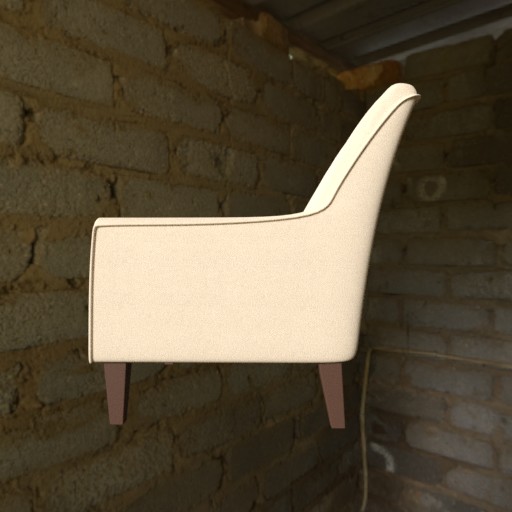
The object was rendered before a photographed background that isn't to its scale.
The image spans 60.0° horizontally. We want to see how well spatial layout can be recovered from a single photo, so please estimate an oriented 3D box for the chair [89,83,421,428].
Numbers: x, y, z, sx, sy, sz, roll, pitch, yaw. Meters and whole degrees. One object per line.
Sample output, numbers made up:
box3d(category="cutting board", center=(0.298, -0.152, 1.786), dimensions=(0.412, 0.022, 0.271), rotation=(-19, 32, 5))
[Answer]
box3d(category="chair", center=(0.000, 0.000, 1.553), dimensions=(0.899, 0.919, 0.780), rotation=(0, 0, 1))
